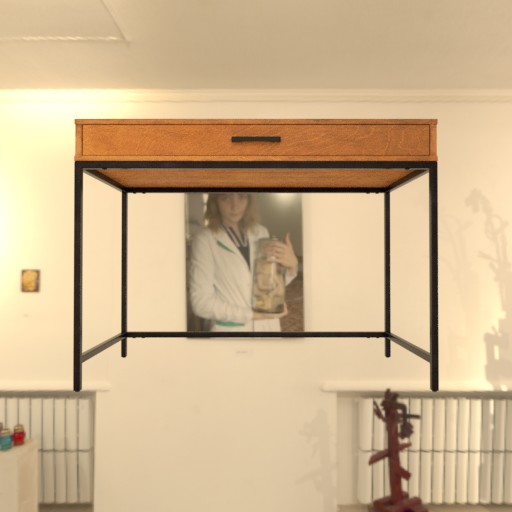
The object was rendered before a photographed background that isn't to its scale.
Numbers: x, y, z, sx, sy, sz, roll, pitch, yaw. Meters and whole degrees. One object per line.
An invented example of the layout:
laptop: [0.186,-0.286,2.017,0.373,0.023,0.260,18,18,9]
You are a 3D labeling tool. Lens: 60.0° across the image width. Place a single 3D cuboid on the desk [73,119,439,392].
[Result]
desk: [0.000,0.000,1.457,1.016,0.762,0.470,0,-1,0]
